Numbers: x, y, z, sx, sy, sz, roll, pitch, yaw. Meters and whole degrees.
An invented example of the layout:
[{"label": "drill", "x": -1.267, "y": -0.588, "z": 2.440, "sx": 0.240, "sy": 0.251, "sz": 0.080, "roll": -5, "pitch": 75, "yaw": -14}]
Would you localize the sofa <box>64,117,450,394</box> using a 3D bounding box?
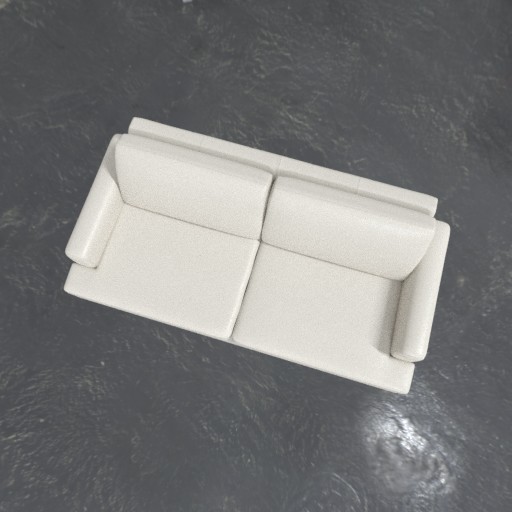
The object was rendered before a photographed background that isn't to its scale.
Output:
[{"label": "sofa", "x": 0.000, "y": 0.000, "z": 2.451, "sx": 1.940, "sy": 0.765, "sz": 0.974, "roll": 16, "pitch": 76, "yaw": 4}]
